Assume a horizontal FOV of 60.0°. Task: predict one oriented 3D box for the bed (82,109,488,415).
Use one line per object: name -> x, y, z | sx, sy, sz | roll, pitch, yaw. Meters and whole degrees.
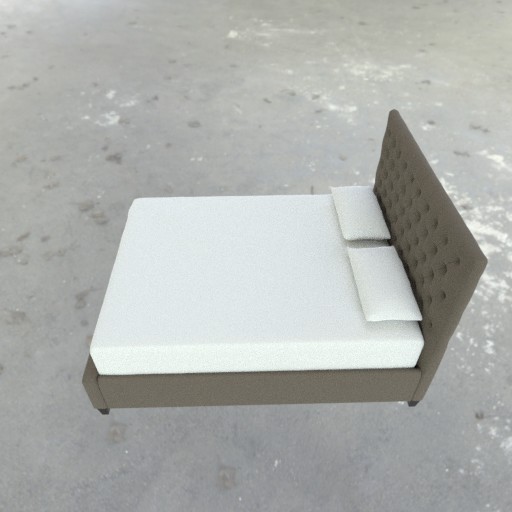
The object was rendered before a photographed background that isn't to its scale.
bed -> 0.000, 0.000, 3.193 | 2.233, 1.426, 1.696 | -1, 43, -1
